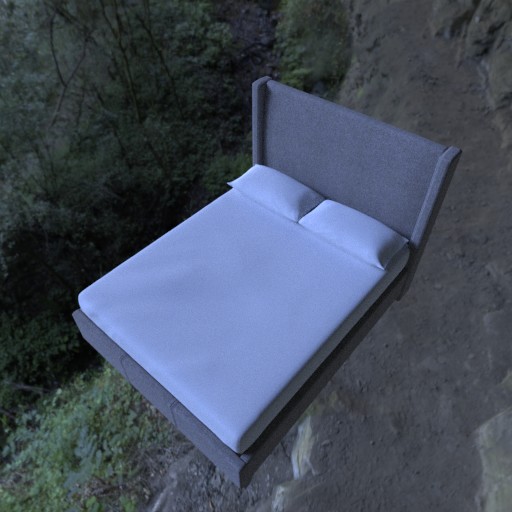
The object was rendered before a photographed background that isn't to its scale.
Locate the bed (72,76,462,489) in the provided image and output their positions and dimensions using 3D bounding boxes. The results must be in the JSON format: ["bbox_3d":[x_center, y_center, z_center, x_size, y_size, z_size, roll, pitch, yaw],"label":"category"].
[{"bbox_3d":[0.000,0.000,3.270,1.714,1.476,2.245,32,54,27],"label":"bed"}]
